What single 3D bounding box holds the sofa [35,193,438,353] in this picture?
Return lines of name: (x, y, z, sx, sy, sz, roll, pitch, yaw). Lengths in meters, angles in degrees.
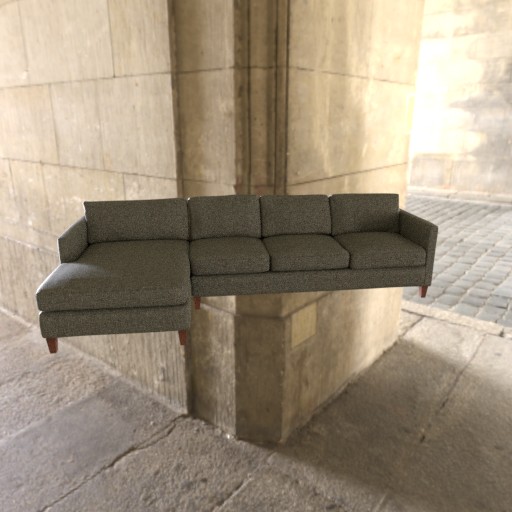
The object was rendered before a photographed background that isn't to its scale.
sofa: (0.000, 0.000, 4.144, 3.485, 0.960, 1.635, -2, 17, -7)
